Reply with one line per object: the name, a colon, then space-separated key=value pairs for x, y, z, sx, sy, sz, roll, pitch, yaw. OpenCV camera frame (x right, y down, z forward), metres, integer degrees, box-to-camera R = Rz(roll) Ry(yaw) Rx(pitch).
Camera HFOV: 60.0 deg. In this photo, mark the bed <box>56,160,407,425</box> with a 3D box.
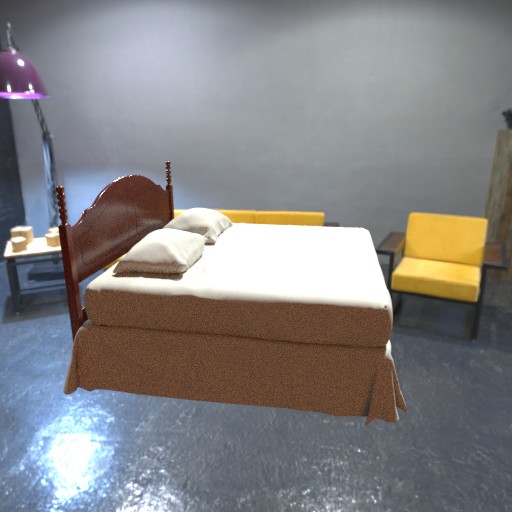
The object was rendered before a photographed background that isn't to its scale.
bed: x=0.000 y=0.000 z=3.637 sx=2.219 sy=1.355 sz=2.322 roll=3 pitch=17 yaw=10
